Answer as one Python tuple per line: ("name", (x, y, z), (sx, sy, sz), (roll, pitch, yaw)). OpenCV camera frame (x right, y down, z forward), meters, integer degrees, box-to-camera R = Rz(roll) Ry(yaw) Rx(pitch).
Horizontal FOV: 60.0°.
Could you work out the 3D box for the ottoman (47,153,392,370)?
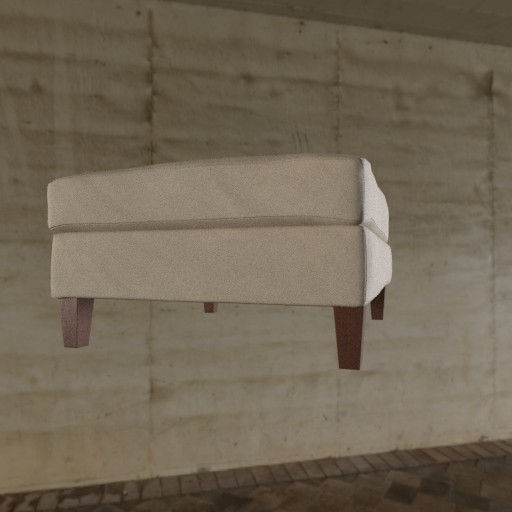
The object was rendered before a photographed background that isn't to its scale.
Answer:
("ottoman", (0.000, 0.000, 1.475), (0.836, 0.492, 1.002), (0, -1, 19))
